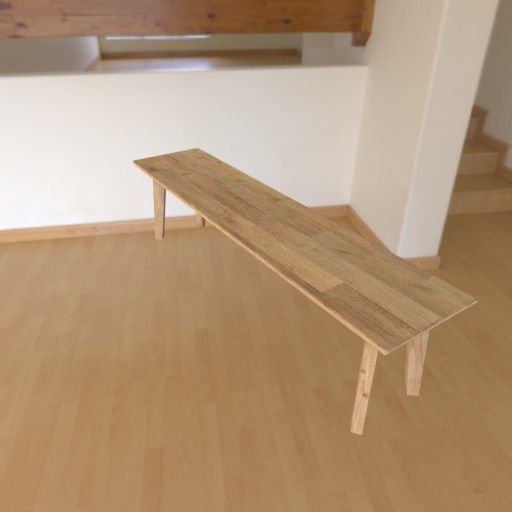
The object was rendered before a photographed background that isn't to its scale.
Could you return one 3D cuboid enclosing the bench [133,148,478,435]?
[{"bbox_3d":[0.000,0.000,1.886,0.378,0.431,1.698,-20,36,-29],"label":"bench"}]
